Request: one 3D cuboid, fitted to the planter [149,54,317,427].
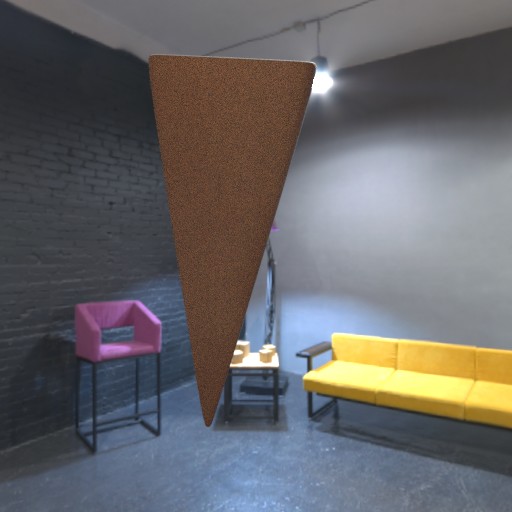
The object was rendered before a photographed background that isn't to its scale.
[{"bbox_3d":[0.000,0.000,0.154,0.047,0.130,0.058,0,1,36],"label":"planter"}]
